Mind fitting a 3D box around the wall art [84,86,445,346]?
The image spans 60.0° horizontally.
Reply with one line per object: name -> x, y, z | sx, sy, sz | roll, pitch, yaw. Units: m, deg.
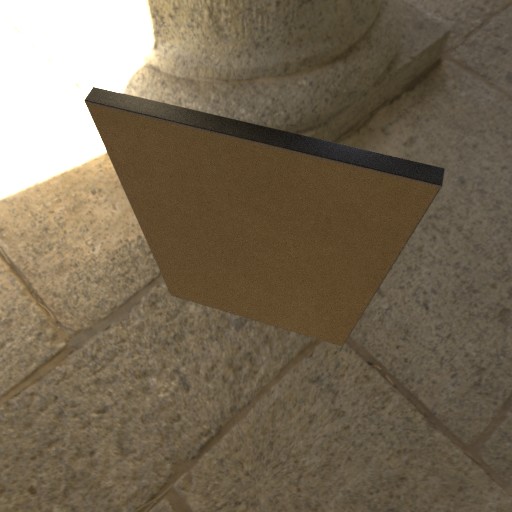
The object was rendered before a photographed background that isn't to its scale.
wall art -> 0.000, 0.000, 0.578 | 0.314, 0.455, 0.019 | 15, 64, 8
